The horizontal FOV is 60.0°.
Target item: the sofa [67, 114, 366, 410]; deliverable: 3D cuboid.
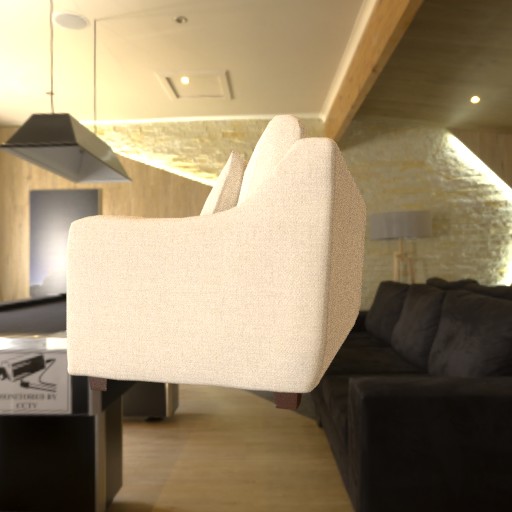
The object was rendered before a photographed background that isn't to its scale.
[{"bbox_3d":[0.000,0.000,2.329,1.040,1.047,1.744,0,-1,17],"label":"sofa"}]
